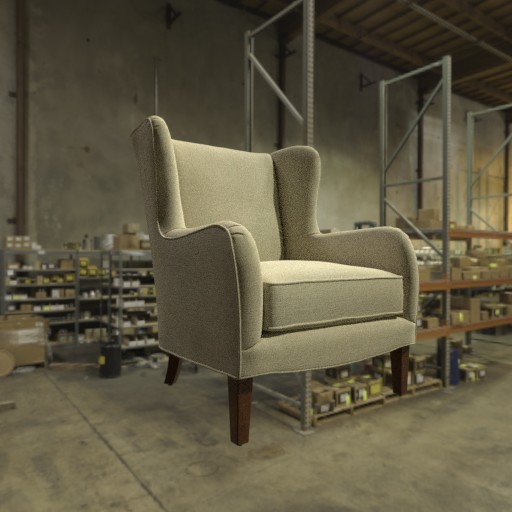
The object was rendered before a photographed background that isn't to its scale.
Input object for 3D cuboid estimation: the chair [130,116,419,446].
[{"bbox_3d":[0.000,0.000,1.769,0.838,1.040,0.966,0,0,-36],"label":"chair"}]
